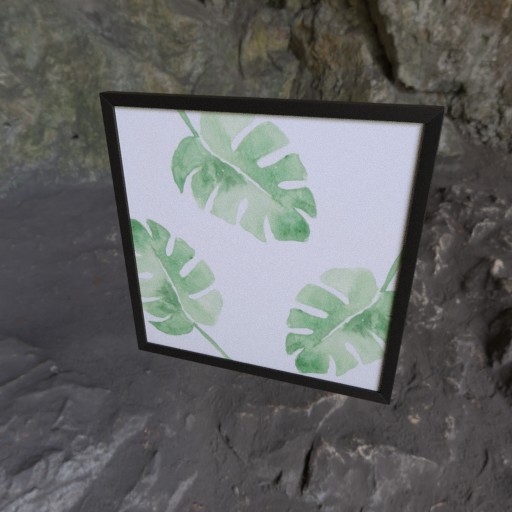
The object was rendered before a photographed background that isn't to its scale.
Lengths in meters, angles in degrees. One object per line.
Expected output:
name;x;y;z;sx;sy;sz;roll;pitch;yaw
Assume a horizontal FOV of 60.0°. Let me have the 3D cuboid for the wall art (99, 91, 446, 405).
wall art;0.000;0.000;1.133;0.765;0.765;0.038;8;28;16
